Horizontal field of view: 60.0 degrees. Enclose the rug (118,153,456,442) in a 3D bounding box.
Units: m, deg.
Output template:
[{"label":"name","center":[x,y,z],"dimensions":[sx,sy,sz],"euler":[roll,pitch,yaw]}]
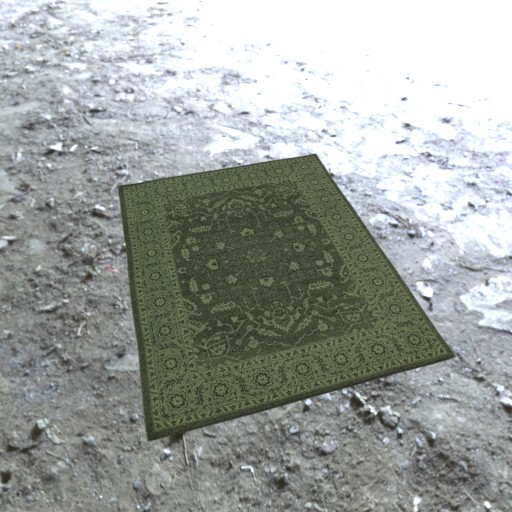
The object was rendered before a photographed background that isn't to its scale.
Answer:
[{"label":"rug","center":[0.000,0.000,4.330],"dimensions":[2.451,0.026,3.069],"euler":[-12,47,-11]}]
